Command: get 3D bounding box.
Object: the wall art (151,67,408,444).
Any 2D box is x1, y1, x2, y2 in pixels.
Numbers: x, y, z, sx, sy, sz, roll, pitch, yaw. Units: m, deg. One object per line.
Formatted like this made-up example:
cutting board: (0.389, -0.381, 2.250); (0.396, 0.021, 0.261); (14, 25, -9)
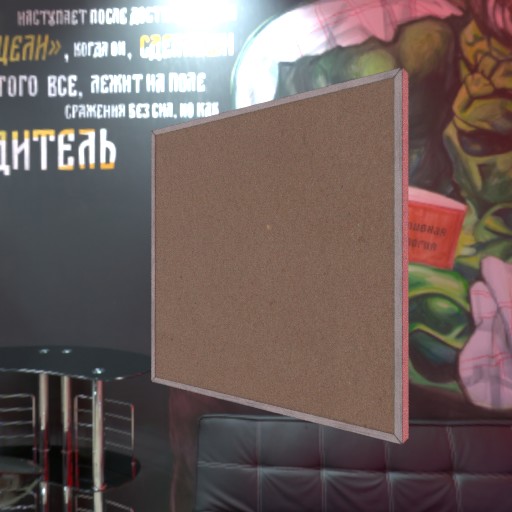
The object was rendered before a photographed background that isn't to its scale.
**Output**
wall art: (0.000, 0.000, 1.136); (0.762, 0.762, 0.038); (0, 0, 36)
